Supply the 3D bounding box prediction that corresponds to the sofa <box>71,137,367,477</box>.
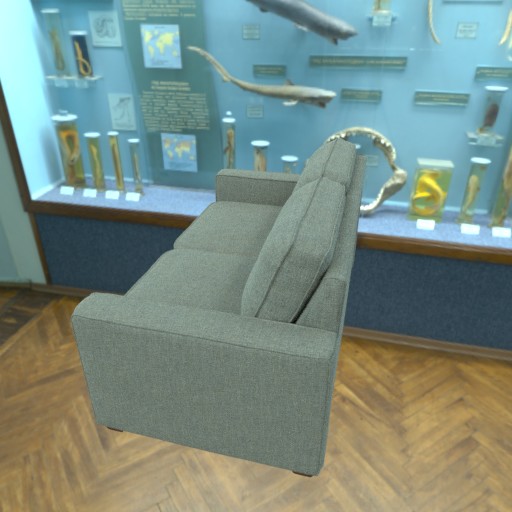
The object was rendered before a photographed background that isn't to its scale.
[{"bbox_3d":[0.000,0.000,2.215,0.945,0.915,1.706,7,30,13],"label":"sofa"}]
